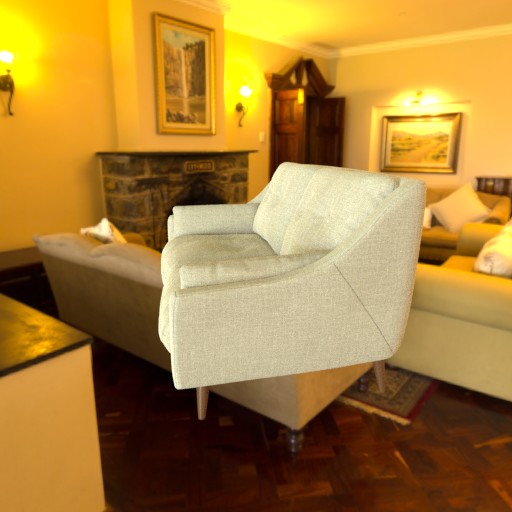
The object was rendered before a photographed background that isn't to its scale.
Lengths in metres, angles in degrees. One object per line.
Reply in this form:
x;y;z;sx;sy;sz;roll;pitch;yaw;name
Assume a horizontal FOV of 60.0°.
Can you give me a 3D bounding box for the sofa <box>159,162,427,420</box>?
0.000;0.000;2.251;0.965;0.888;1.652;-3;14;-11;sofa
